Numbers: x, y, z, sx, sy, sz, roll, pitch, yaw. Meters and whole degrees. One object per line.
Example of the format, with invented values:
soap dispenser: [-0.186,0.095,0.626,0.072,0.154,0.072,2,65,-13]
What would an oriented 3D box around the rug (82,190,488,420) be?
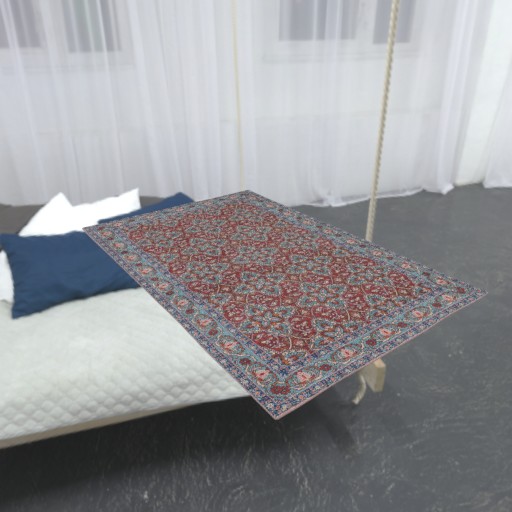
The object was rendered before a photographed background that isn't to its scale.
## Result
rug: [0.000,0.000,2.296,1.219,0.009,1.829,-18,32,-32]
